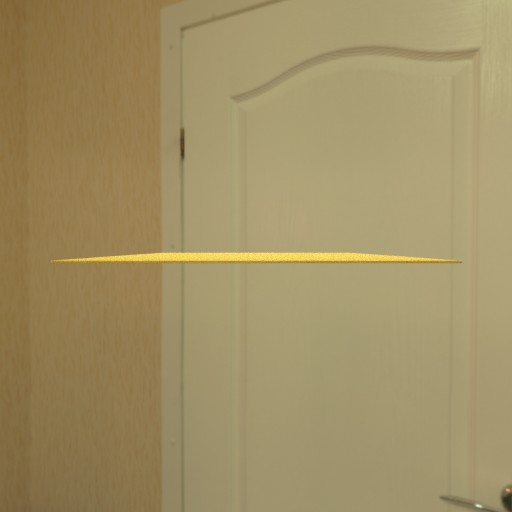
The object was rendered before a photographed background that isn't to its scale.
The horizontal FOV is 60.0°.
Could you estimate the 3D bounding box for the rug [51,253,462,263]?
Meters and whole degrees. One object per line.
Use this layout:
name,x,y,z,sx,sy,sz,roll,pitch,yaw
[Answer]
rug,0.000,0.000,4.297,2.486,0.015,3.242,0,1,0
